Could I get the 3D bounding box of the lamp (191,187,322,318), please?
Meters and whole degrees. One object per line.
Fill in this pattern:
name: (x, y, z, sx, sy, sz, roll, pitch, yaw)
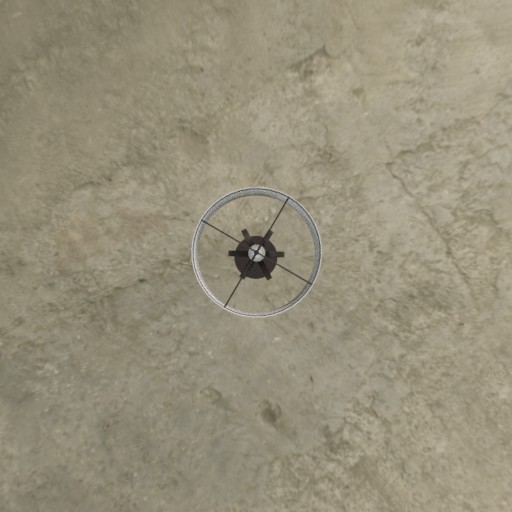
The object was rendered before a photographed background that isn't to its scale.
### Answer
lamp: (0.000, 0.000, 1.582, 0.286, 1.462, 0.286, 0, 89, 0)
